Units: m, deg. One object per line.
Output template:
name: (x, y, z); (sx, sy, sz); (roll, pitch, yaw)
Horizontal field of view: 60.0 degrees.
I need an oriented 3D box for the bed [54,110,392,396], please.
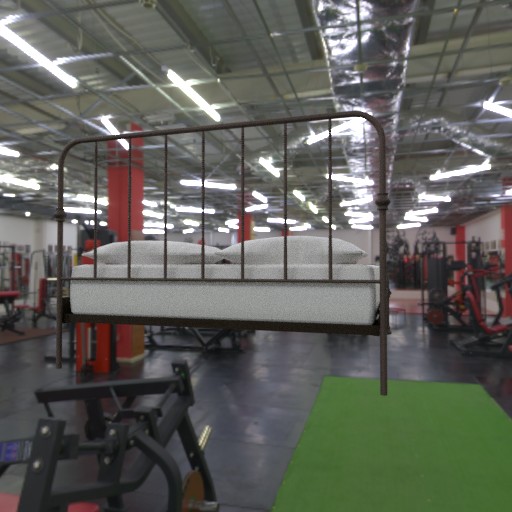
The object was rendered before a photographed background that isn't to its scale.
bed: (0.000, 0.000, 3.504); (2.044, 1.446, 2.134); (0, -1, 17)
